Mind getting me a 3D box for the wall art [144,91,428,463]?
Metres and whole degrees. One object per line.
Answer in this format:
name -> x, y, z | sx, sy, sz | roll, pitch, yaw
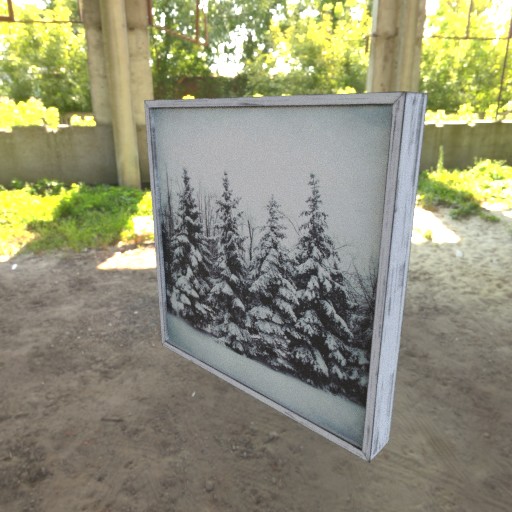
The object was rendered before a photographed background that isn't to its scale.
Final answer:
wall art -> 0.000, 0.000, 0.450 | 0.303, 0.303, 0.036 | 16, 24, 40
